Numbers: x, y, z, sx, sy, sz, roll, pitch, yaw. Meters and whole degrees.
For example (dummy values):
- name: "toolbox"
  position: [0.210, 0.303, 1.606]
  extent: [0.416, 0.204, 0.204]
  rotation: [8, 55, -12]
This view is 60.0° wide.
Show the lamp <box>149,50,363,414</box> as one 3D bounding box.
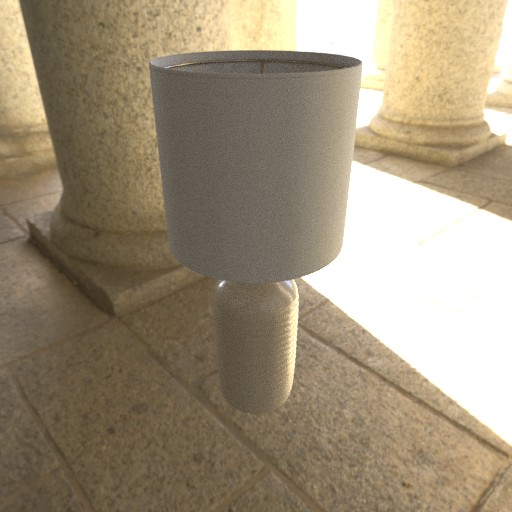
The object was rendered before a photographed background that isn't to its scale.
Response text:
- name: "lamp"
  position: [0.000, 0.000, 0.583]
  extent: [0.220, 0.475, 0.220]
  rotation: [10, 31, 16]
